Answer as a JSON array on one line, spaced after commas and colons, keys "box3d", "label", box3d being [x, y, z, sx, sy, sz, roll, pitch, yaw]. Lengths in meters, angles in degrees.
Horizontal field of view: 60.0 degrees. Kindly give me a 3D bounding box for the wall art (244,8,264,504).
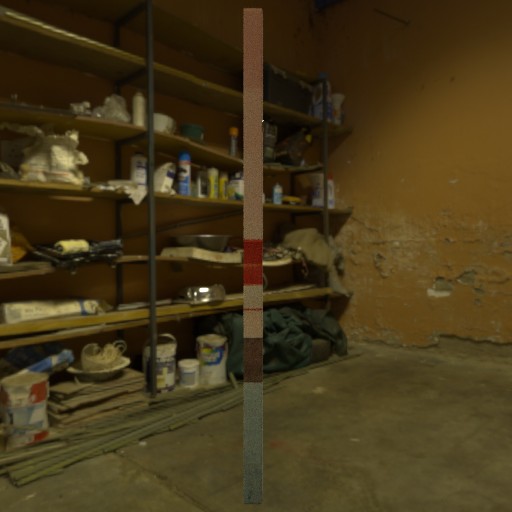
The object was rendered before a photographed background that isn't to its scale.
[{"box3d": [0.000, 0.000, 1.122, 0.038, 0.914, 0.610, 0, 1, 1], "label": "wall art"}]
